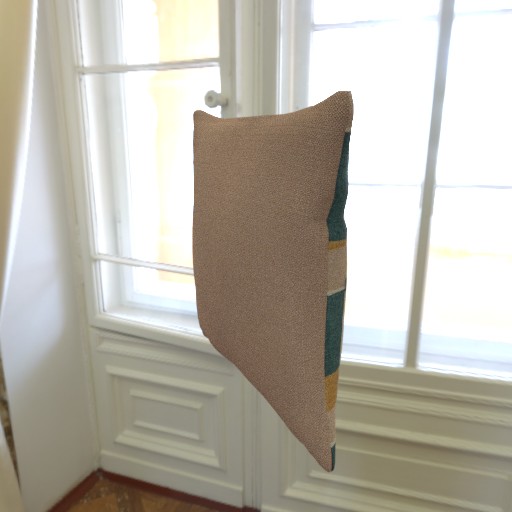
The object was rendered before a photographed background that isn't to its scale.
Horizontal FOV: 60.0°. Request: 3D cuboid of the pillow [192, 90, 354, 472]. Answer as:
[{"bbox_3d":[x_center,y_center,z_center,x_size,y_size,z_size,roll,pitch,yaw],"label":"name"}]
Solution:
[{"bbox_3d":[0.000,0.000,0.731,0.158,0.479,0.478,-8,17,-26],"label":"pillow"}]
